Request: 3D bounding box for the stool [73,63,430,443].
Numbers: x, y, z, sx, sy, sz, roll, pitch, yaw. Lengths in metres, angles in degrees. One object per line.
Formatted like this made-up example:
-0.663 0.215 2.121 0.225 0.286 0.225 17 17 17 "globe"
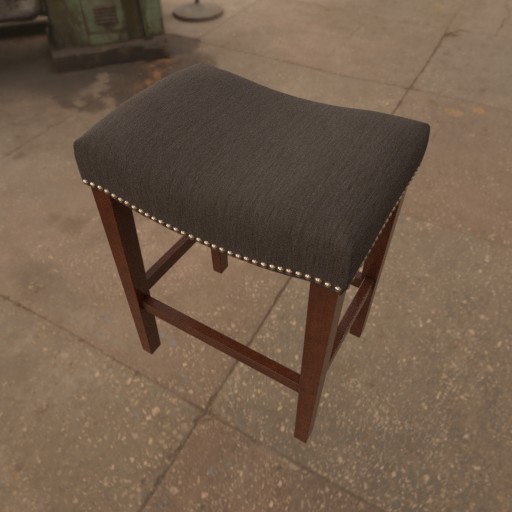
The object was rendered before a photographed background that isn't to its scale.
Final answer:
0.000 0.000 0.960 0.504 0.654 0.372 23 51 21 "stool"
